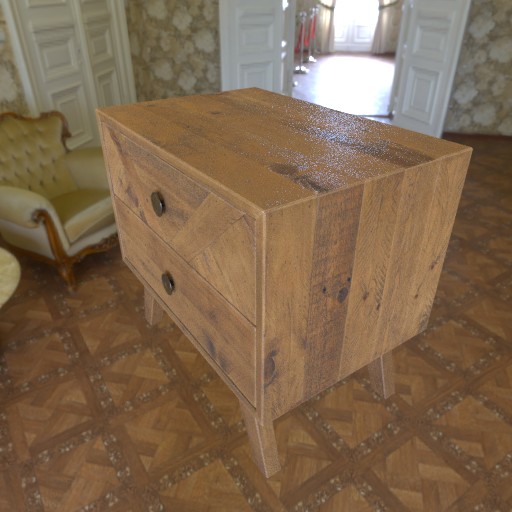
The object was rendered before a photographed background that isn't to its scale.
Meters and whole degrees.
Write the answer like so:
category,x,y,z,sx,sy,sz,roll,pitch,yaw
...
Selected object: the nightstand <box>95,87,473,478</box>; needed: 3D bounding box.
category,x,y,z,sx,sy,sz,roll,pitch,yaw
nightstand,0.000,0.000,1.026,0.450,0.599,0.650,-20,37,-29
